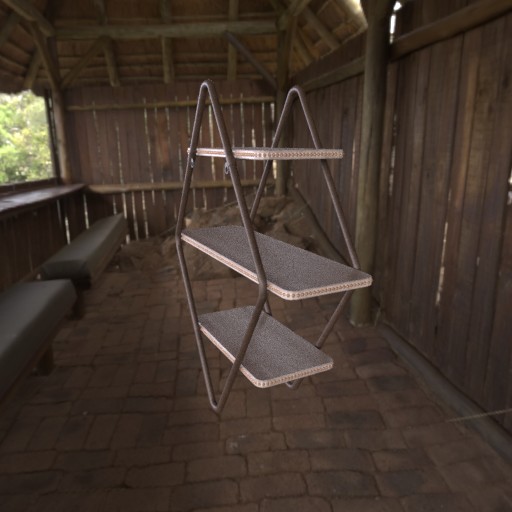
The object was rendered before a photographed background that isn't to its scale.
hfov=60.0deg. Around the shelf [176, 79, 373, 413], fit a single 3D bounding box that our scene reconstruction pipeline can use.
[{"bbox_3d":[0.000,0.000,1.053,0.234,0.774,0.609,-7,16,-27],"label":"shelf"}]
